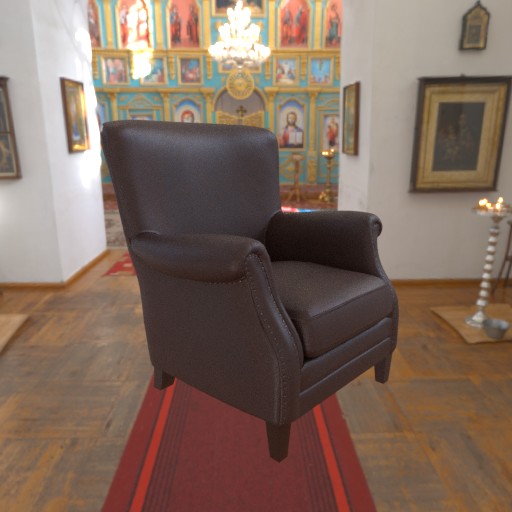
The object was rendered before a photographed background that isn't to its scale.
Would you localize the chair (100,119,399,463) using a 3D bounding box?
[{"bbox_3d":[0.000,0.000,1.343,0.746,0.800,0.700,13,19,42],"label":"chair"}]
